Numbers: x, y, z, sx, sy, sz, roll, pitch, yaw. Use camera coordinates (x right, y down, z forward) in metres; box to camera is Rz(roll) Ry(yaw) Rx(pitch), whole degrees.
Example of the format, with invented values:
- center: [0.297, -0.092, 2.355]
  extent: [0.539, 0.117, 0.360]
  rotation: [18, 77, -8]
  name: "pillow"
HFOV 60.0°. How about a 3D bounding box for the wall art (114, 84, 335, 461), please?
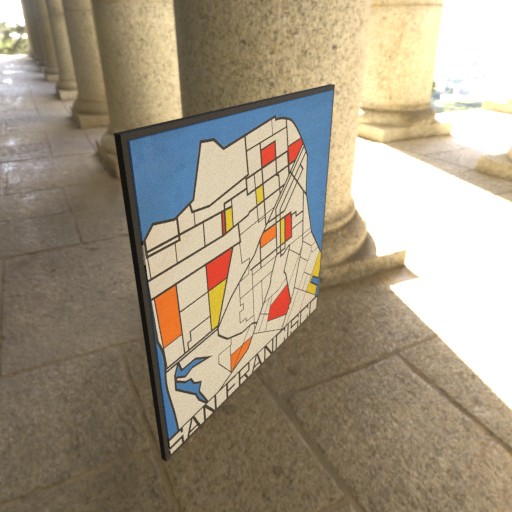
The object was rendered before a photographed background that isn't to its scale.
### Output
- center: [0.000, 0.000, 0.999]
  extent: [0.015, 0.663, 0.664]
  rotation: [18, 33, 30]
  name: "wall art"
